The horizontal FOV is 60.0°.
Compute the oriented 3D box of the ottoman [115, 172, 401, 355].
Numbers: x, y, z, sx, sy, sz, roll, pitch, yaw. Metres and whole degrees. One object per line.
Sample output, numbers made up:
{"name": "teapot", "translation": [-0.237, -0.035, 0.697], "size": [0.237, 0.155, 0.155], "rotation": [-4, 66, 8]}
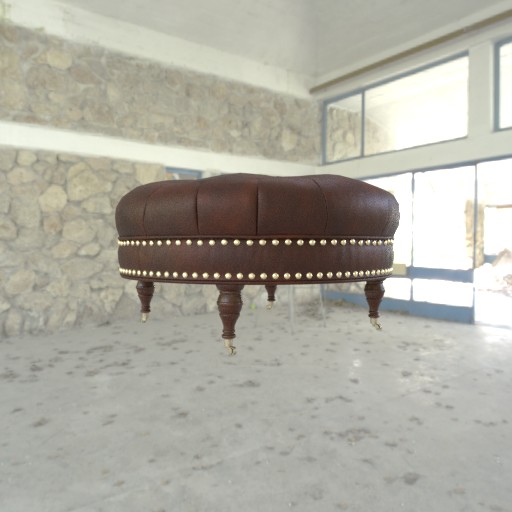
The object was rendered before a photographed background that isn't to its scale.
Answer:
{"name": "ottoman", "translation": [0.000, 0.000, 1.437], "size": [0.901, 0.455, 0.901], "rotation": [0, 1, 0]}
